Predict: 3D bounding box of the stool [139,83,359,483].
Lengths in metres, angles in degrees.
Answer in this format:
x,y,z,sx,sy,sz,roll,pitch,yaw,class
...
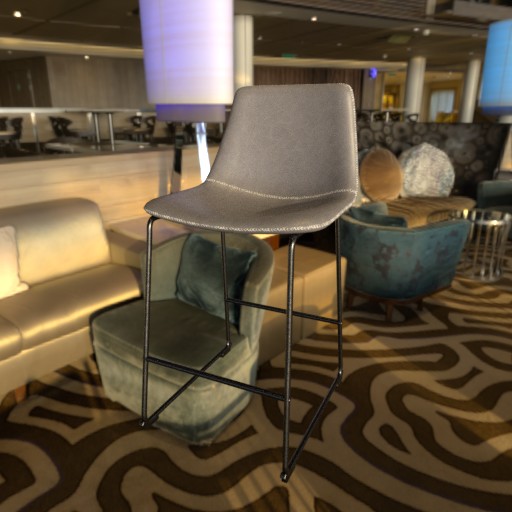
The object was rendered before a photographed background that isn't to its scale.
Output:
x,y,z,sx,sy,sz,roll,pitch,yaw,class
0.000,0.000,1.180,0.470,0.876,0.546,9,20,25,stool
